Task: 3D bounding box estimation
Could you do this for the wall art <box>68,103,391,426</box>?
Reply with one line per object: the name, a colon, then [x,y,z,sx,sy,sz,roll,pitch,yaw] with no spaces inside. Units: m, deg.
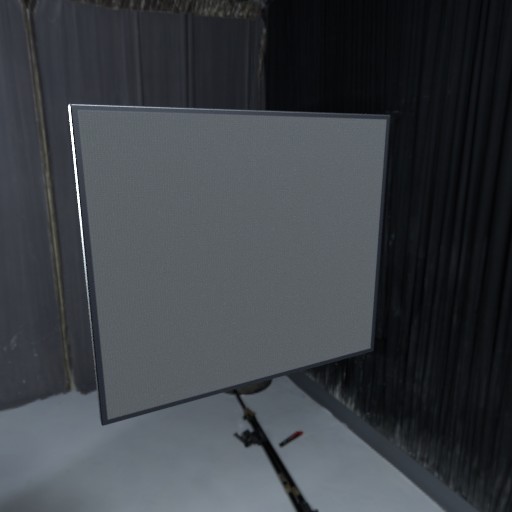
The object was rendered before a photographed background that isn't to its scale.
wall art: [0.000,0.000,0.720,0.521,0.450,0.018,-7,16,-27]
